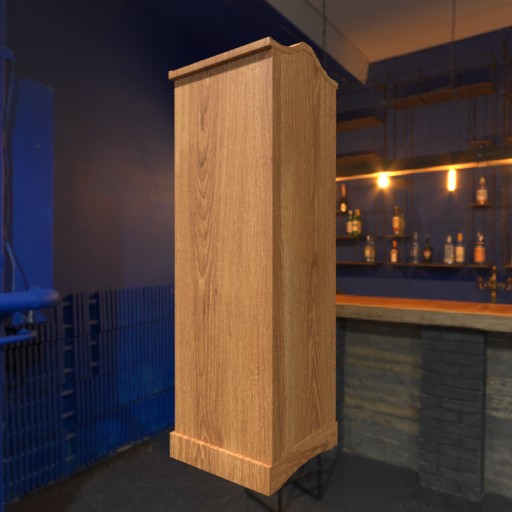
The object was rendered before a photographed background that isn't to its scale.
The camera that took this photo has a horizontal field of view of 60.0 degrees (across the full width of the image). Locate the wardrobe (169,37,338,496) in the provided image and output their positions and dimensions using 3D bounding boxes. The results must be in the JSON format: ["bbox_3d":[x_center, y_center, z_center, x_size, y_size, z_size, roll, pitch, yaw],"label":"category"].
[{"bbox_3d":[0.000,0.000,2.127,0.570,1.870,0.590,0,0,37],"label":"wardrobe"}]
